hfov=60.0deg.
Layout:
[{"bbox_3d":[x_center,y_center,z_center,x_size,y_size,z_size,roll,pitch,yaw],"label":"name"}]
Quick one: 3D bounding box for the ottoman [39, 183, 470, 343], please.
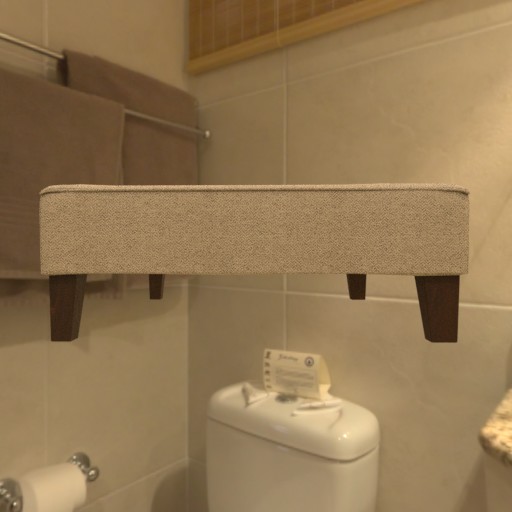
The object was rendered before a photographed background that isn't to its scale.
[{"bbox_3d":[0.000,0.000,1.464,0.973,0.381,0.982,0,1,1],"label":"ottoman"}]
